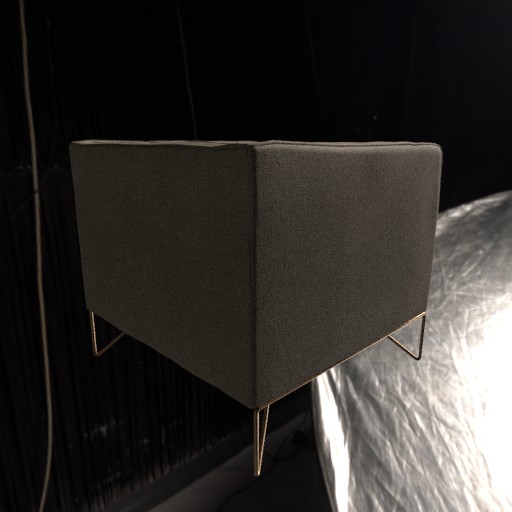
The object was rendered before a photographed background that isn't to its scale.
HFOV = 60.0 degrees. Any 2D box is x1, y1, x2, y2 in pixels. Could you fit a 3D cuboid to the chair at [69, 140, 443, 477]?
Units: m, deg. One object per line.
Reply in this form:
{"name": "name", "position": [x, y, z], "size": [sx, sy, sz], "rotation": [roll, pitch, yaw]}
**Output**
{"name": "chair", "position": [0.000, 0.000, 1.578], "size": [0.912, 0.799, 0.920], "rotation": [-14, 20, -42]}
